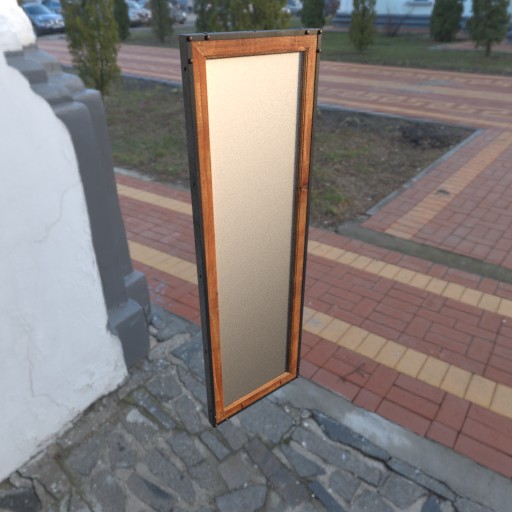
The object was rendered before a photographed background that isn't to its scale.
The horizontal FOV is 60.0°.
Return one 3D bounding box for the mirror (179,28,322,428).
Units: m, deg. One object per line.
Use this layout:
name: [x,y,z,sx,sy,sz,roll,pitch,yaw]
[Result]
mirror: [0.000,0.000,1.187,0.354,1.080,0.042,-21,36,-32]
